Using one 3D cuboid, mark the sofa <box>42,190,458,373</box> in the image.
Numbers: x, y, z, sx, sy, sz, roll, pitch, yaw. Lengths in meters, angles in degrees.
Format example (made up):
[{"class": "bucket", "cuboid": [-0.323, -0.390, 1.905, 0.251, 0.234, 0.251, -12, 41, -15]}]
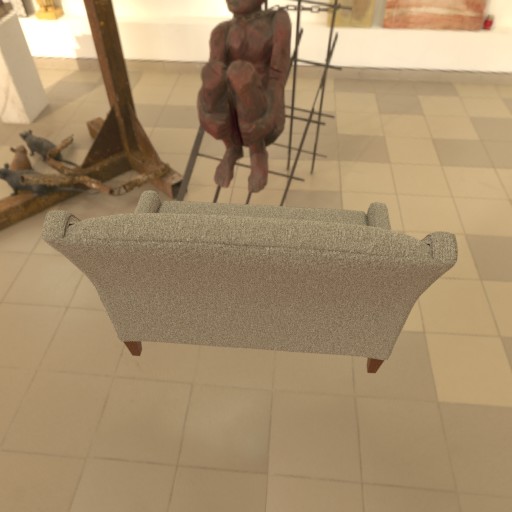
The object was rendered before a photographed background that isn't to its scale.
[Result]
[{"class": "sofa", "cuboid": [0.000, 0.000, 1.910, 1.242, 1.026, 0.862, 3, 46, 3]}]
